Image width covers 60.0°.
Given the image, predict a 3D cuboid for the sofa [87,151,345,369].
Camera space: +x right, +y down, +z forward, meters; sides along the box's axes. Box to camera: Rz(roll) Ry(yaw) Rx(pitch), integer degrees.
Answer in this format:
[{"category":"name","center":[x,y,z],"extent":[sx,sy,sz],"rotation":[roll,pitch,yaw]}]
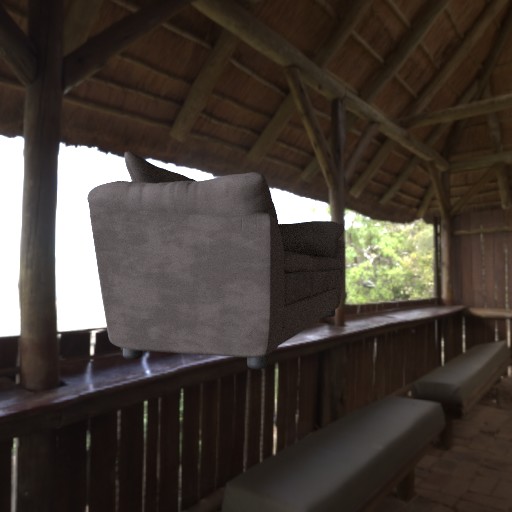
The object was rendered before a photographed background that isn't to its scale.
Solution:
[{"category":"sofa","center":[0.000,0.000,2.909],"extent":[0.893,0.981,2.377],"rotation":[0,-1,18]}]
